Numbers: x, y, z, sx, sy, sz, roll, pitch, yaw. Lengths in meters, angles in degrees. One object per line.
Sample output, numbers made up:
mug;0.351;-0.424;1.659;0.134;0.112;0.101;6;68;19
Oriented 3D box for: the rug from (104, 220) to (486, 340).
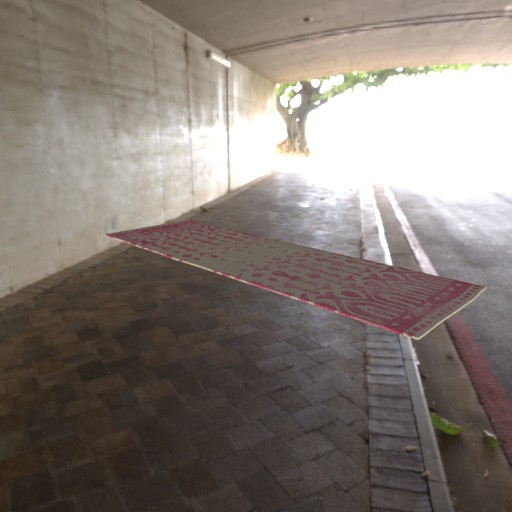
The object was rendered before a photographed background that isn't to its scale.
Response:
rug;0.000;0.000;2.729;2.458;0.011;0.787;15;21;43
